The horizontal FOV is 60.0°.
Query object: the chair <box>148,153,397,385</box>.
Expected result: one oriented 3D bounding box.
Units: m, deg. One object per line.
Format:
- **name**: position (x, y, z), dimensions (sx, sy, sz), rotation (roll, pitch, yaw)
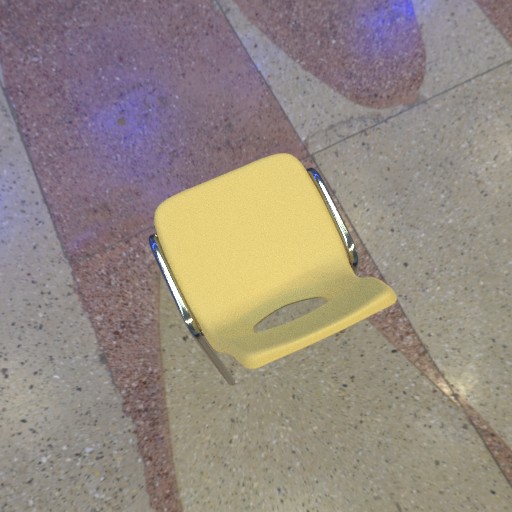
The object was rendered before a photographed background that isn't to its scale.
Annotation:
- **chair**: position (0.000, 0.000, 0.929), dimensions (0.381, 0.704, 0.436), rotation (-24, 76, -6)
